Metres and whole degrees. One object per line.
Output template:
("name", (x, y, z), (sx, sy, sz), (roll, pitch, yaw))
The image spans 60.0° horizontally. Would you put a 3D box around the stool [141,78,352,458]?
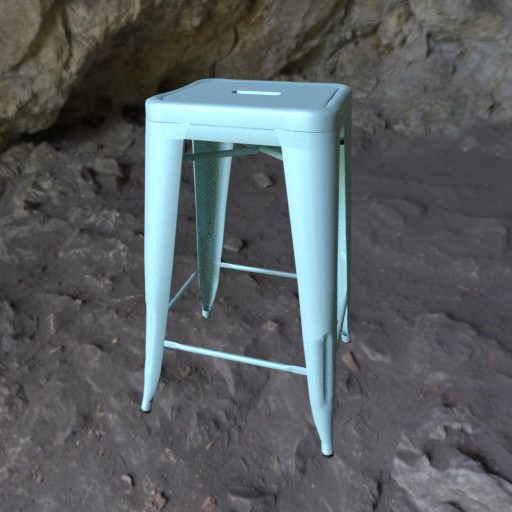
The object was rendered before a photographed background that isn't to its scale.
("stool", (0.000, 0.000, 0.863), (0.399, 0.609, 0.359), (8, 30, 14))
